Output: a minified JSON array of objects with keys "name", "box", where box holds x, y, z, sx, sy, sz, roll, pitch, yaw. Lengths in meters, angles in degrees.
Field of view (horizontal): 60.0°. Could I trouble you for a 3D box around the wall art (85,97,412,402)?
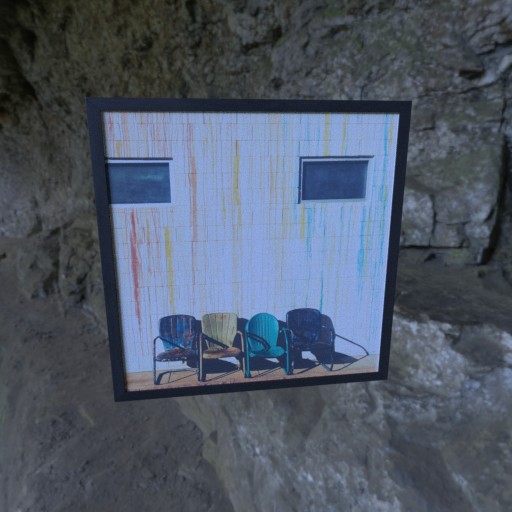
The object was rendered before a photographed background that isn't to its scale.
[{"name":"wall art","box":[0.000,0.000,1.144,0.763,0.763,0.039,-2,16,-8]}]
